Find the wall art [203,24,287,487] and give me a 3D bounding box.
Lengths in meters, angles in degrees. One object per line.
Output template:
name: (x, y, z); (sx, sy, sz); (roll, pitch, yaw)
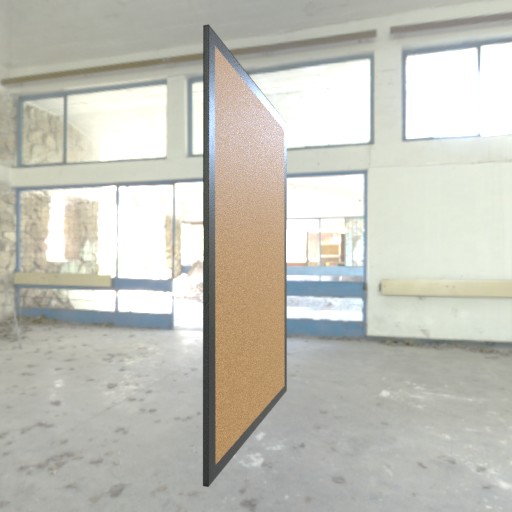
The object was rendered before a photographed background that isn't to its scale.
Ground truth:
wall art: (0.000, 0.000, 1.266); (0.013, 0.967, 0.707); (0, 0, 17)
